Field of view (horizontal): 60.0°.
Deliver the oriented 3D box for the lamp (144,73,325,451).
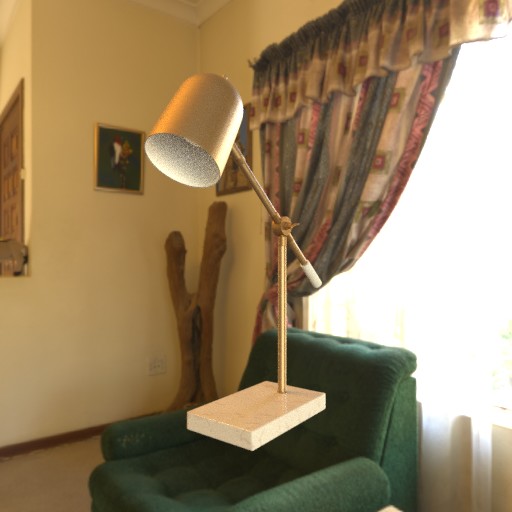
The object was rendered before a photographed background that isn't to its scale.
[{"bbox_3d":[0.000,0.000,0.812,0.144,0.603,0.471,0,0,37],"label":"lamp"}]
